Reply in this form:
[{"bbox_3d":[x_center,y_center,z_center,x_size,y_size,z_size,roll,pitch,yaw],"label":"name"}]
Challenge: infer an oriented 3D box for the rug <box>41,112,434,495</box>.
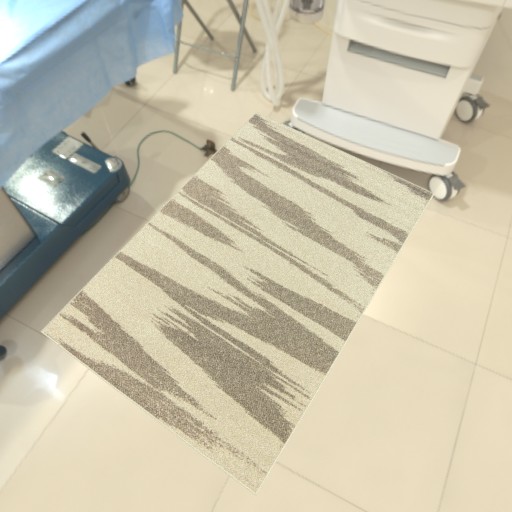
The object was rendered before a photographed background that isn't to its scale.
[{"bbox_3d":[0.000,0.000,2.301,1.225,0.008,1.827,30,63,17],"label":"rug"}]
